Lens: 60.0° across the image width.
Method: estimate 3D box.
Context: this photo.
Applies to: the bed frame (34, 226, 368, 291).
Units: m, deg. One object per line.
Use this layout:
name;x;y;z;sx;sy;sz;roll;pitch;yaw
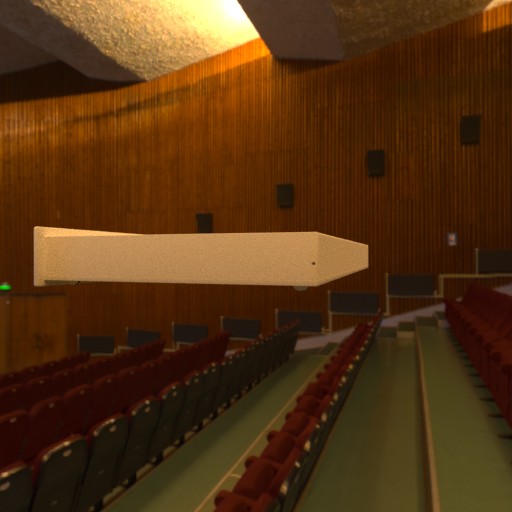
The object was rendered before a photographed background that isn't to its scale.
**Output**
bed frame;0.000;0.000;1.554;0.670;0.141;1.300;0;0;18
